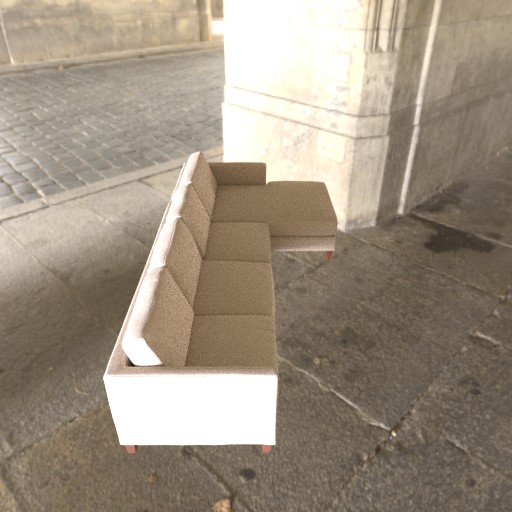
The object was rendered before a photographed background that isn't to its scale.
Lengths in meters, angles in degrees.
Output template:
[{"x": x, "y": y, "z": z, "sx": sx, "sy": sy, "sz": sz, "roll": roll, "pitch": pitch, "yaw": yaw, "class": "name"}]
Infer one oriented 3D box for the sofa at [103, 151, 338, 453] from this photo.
[{"x": 0.000, "y": 0.000, "z": 3.788, "sx": 1.625, "sy": 0.861, "sz": 3.186, "roll": 0, "pitch": 32, "yaw": 0, "class": "sofa"}]
